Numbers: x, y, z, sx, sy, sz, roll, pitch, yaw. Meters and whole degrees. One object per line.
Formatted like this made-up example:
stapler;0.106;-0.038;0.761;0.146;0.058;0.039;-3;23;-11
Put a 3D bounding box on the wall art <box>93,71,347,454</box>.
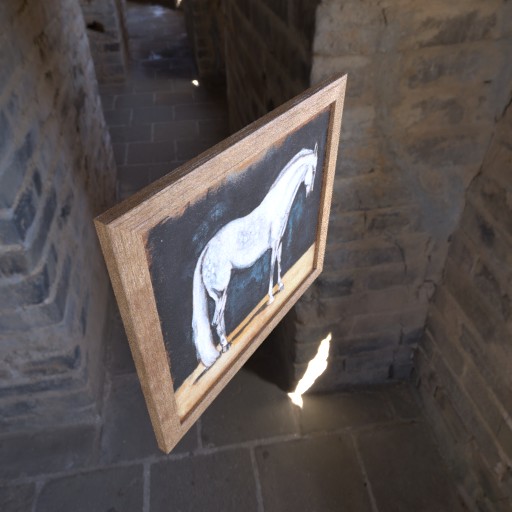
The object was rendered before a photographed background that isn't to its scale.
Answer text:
wall art;0.000;0.000;0.957;0.026;0.588;0.690;23;45;25
